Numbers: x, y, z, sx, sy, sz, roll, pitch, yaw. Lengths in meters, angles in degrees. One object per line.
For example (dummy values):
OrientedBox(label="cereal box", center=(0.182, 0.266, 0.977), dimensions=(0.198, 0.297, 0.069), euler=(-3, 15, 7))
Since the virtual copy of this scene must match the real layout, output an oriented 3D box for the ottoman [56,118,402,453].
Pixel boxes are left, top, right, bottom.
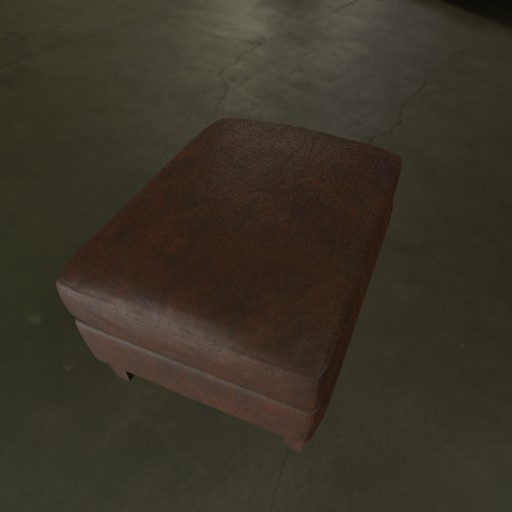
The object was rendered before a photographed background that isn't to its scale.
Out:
OrientedBox(label="ottoman", center=(0.000, 0.000, 1.301), dimensions=(0.659, 0.527, 0.887), euler=(17, 47, 16))
